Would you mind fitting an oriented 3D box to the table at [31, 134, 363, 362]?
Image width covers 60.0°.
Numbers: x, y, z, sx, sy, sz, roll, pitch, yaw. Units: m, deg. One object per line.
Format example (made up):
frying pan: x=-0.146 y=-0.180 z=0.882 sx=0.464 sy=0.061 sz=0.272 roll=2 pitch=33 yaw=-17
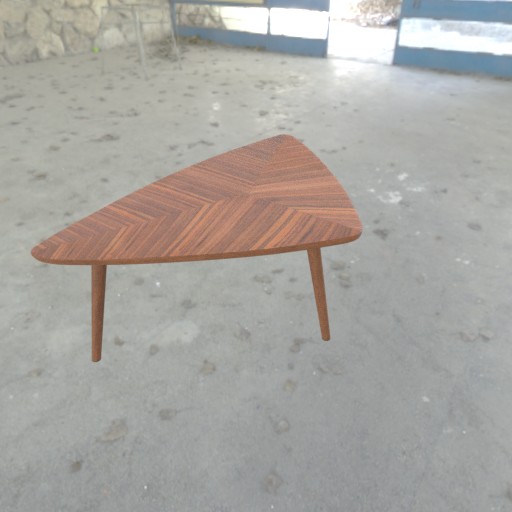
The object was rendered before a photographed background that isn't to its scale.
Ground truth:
table: x=0.000 y=0.000 z=1.272 sx=0.601 sy=0.365 sz=1.008 roll=22 pitch=39 yaw=30
